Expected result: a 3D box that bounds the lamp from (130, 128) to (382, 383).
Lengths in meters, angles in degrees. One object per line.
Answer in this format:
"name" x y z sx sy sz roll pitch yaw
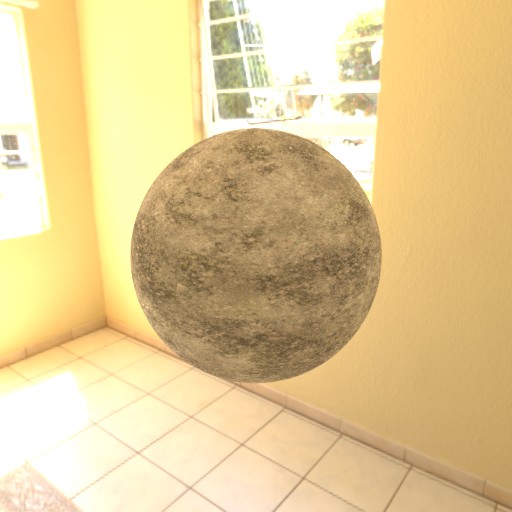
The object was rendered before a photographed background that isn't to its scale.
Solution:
"lamp" 0.000 0.000 0.772 0.422 0.429 0.422 0 17 0
